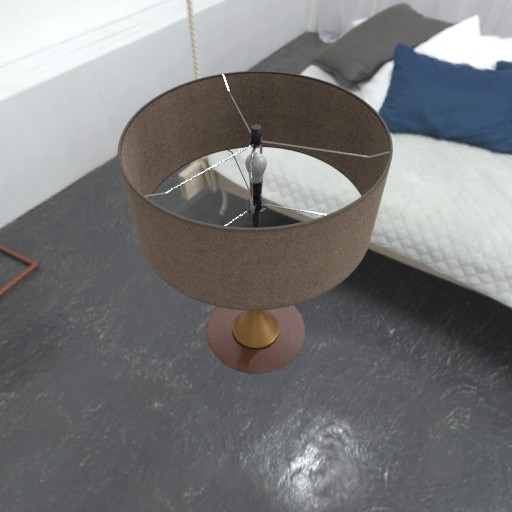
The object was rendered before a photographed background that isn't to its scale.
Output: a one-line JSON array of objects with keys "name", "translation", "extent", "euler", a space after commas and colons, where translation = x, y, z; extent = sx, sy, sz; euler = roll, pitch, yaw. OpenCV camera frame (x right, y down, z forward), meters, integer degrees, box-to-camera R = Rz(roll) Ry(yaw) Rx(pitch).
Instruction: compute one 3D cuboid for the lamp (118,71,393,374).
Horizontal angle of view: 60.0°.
[{"name": "lamp", "translation": [0.000, 0.000, 0.847], "extent": [0.396, 0.551, 0.417], "euler": [9, 48, 9]}]
